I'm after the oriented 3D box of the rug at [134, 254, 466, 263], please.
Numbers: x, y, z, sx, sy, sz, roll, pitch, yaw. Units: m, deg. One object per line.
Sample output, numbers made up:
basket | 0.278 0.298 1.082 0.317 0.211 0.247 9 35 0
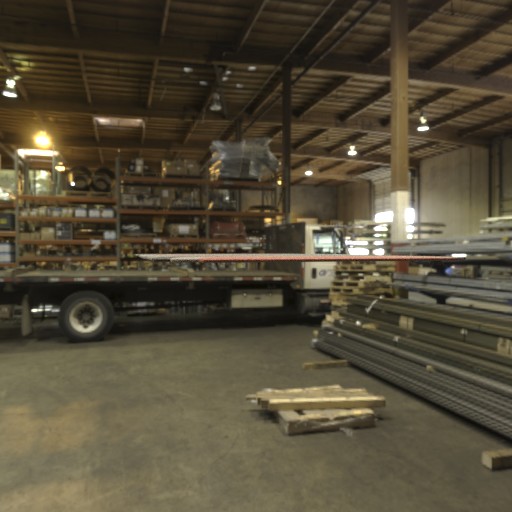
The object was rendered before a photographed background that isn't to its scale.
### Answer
rug | 0.000 0.000 3.024 1.530 0.017 2.446 0 1 -17
